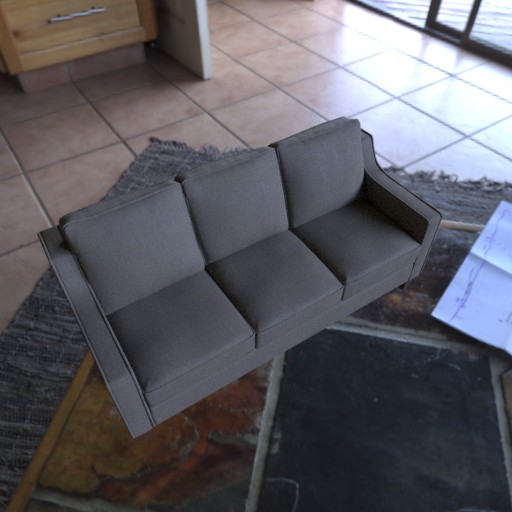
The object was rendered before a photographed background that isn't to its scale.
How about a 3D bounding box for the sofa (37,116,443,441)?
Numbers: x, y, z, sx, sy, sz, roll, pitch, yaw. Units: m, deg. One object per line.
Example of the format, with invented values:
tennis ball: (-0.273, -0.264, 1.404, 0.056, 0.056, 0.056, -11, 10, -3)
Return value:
sofa: (0.000, 0.000, 2.523, 1.986, 0.974, 0.911, -25, 51, -22)
